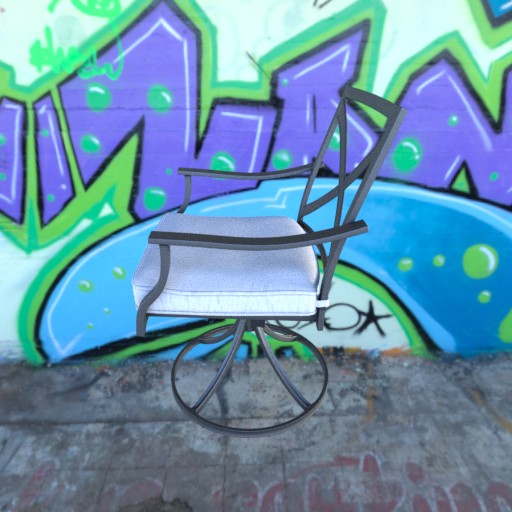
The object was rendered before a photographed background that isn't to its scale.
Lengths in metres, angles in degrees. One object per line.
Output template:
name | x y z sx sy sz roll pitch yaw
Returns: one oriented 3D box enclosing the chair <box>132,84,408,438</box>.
chair | 0.000 0.000 1.287 0.620 0.889 0.575 -1 26 -2
